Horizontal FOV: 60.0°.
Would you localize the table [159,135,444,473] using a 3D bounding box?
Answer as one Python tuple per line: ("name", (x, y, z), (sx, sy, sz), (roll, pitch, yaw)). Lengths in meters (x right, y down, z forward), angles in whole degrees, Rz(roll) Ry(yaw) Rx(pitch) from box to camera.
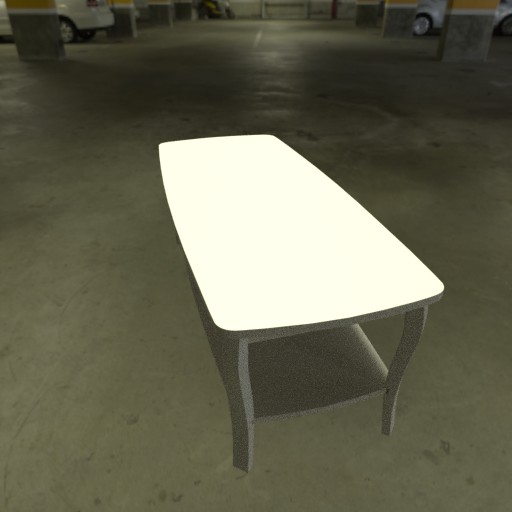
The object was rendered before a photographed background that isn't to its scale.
("table", (0.000, 0.000, 1.544), (0.561, 0.474, 1.334), (-8, 31, -13))
